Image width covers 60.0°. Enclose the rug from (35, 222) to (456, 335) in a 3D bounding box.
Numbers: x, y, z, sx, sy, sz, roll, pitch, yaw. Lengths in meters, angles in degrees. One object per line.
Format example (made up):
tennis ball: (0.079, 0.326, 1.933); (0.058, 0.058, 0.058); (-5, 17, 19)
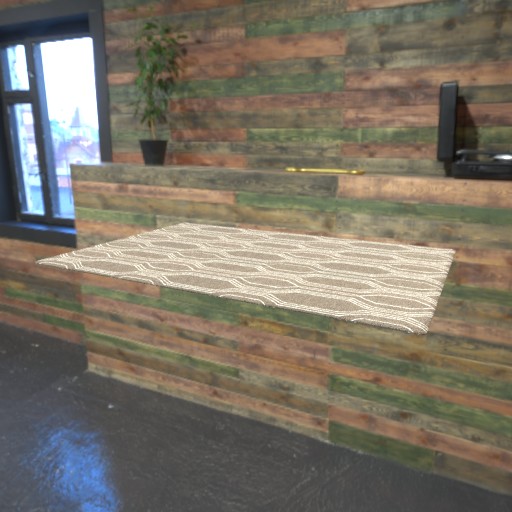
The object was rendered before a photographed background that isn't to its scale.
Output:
rug: (0.000, 0.000, 2.317); (1.836, 0.012, 1.239); (7, 16, 27)
